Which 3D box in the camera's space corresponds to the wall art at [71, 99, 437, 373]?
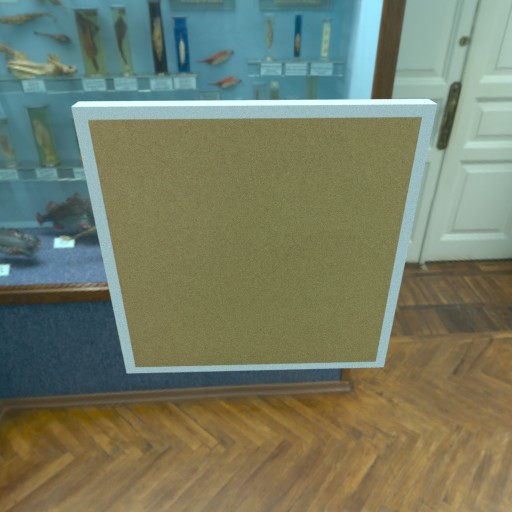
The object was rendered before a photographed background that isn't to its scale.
[{"bbox_3d":[0.000,0.000,0.459,0.307,0.307,0.020,-1,31,-2],"label":"wall art"}]
